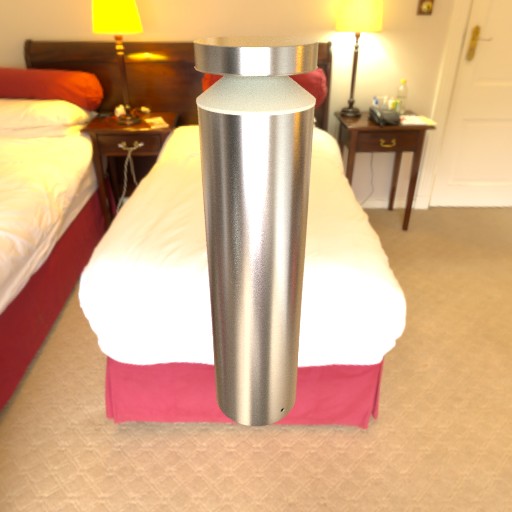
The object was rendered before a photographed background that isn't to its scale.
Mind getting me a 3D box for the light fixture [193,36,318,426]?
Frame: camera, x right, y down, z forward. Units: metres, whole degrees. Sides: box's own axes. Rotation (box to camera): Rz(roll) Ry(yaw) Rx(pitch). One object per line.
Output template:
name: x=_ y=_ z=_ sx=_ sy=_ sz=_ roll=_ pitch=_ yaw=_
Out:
light fixture: x=0.000 y=0.000 z=0.457 sx=0.102 sy=0.400 sz=0.102 roll=-21 pitch=37 yaw=-32
